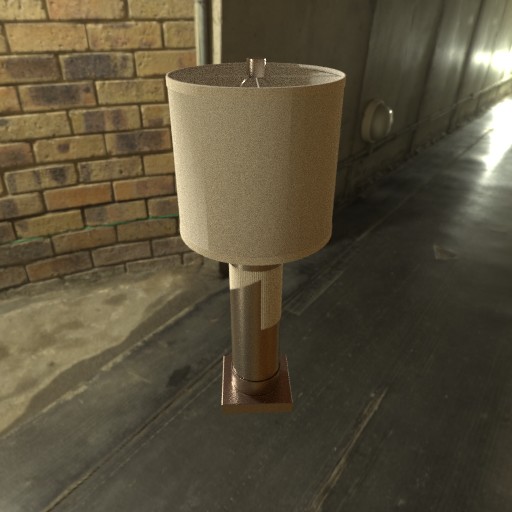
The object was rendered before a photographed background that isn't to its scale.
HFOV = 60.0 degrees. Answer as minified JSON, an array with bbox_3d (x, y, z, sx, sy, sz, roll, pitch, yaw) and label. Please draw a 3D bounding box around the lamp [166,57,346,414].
[{"bbox_3d":[0.000,0.000,0.622,0.202,0.509,0.202,-1,30,-2],"label":"lamp"}]
